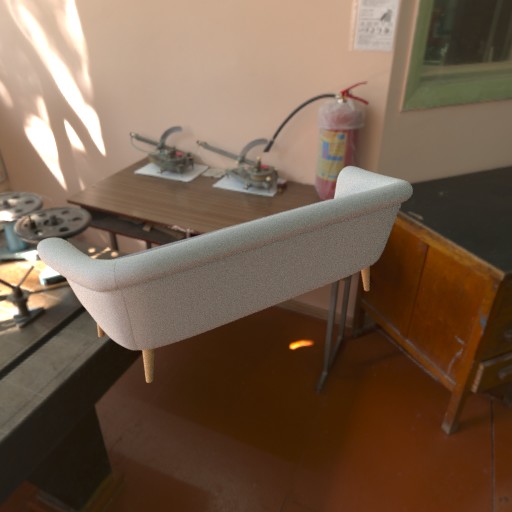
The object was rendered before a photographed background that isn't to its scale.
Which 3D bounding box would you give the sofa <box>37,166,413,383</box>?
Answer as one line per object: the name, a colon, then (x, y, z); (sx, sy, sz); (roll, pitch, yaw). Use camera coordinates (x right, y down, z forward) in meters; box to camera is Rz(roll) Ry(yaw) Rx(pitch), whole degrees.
sofa: (0.000, 0.000, 2.568); (2.160, 0.795, 0.827); (-18, 35, -27)
